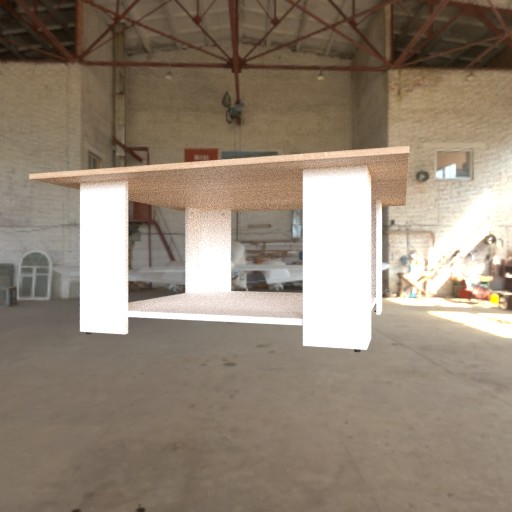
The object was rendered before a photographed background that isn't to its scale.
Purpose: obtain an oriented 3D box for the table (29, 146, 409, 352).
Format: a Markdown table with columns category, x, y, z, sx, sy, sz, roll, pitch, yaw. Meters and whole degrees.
| category | x | y | z | sx | sy | sz | roll | pitch | yaw |
| --- | --- | --- | --- | --- | --- | --- | --- | --- | --- |
| table | 0.000 | 0.000 | 1.038 | 0.670 | 0.305 | 0.670 | 0 | 0 | 18 |
